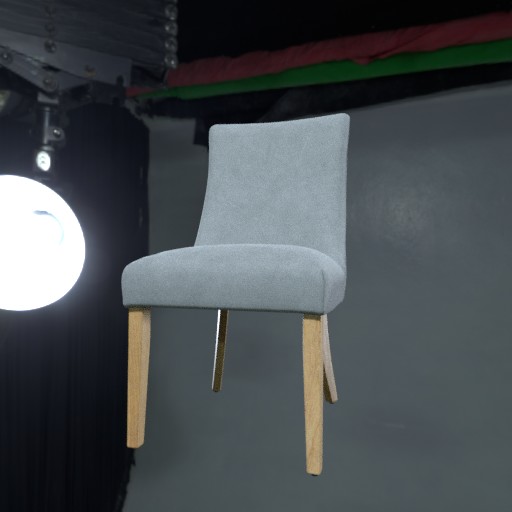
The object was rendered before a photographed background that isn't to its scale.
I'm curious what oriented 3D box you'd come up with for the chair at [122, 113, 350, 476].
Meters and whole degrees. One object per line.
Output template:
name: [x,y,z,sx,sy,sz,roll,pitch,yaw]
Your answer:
chair: [0.000,0.000,1.241,0.495,0.902,0.610,0,0,17]
